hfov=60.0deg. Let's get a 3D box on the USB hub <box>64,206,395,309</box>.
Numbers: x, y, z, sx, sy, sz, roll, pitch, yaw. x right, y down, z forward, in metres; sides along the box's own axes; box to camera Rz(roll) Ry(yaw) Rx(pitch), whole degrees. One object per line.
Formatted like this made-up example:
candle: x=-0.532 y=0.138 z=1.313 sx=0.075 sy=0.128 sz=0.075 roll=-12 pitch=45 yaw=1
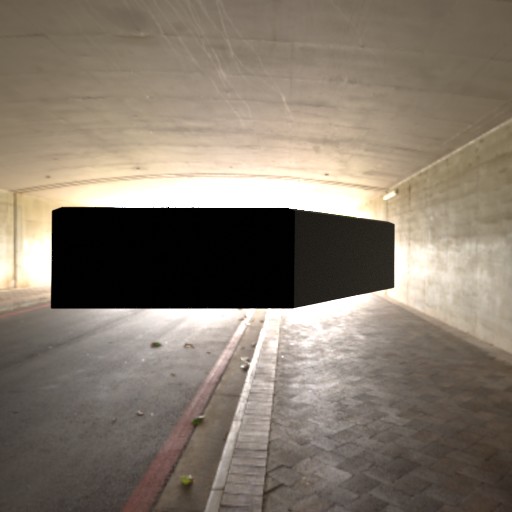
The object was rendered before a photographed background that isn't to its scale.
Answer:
USB hub: x=0.000 y=0.000 z=0.125 sx=0.044 sy=0.023 sz=0.110 roll=1 pitch=1 yaw=36
